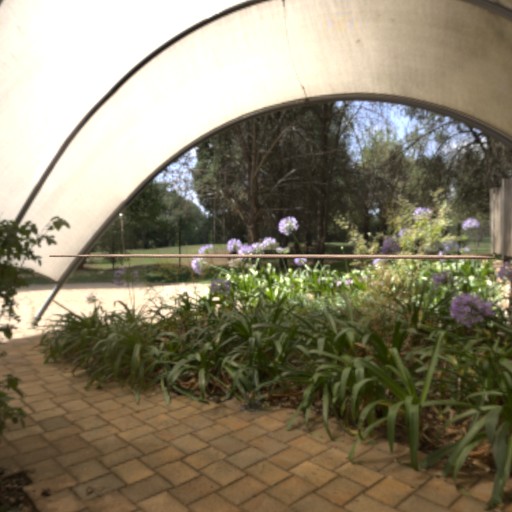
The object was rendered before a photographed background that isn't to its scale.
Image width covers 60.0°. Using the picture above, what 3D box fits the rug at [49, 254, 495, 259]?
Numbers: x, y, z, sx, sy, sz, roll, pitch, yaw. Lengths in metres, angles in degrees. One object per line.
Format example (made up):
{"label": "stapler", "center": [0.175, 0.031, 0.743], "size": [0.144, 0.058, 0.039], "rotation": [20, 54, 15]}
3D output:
{"label": "rug", "center": [0.000, 0.000, 2.648], "size": [2.437, 0.013, 0.685], "rotation": [0, 1, 18]}
